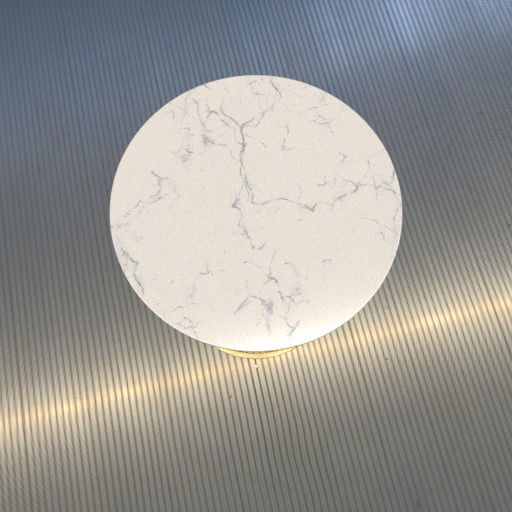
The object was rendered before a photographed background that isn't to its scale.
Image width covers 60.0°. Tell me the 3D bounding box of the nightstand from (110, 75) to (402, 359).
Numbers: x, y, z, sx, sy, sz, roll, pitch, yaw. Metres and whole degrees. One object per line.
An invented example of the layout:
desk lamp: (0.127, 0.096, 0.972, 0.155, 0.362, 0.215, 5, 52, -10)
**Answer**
nightstand: (0.000, 0.000, 0.903, 0.400, 0.610, 0.400, 31, 78, 7)
